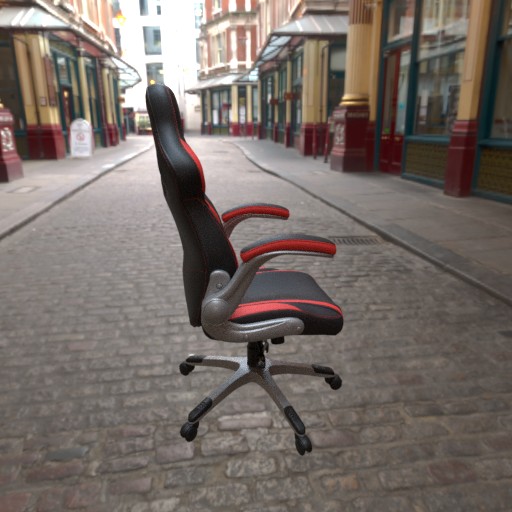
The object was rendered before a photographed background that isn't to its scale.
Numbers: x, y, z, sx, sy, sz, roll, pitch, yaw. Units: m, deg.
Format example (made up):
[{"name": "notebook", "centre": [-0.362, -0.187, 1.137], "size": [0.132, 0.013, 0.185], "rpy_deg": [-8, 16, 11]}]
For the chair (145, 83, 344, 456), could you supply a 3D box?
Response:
[{"name": "chair", "centre": [0.000, 0.000, 1.616], "size": [0.712, 1.165, 0.758], "rpy_deg": [-3, 16, -9]}]
